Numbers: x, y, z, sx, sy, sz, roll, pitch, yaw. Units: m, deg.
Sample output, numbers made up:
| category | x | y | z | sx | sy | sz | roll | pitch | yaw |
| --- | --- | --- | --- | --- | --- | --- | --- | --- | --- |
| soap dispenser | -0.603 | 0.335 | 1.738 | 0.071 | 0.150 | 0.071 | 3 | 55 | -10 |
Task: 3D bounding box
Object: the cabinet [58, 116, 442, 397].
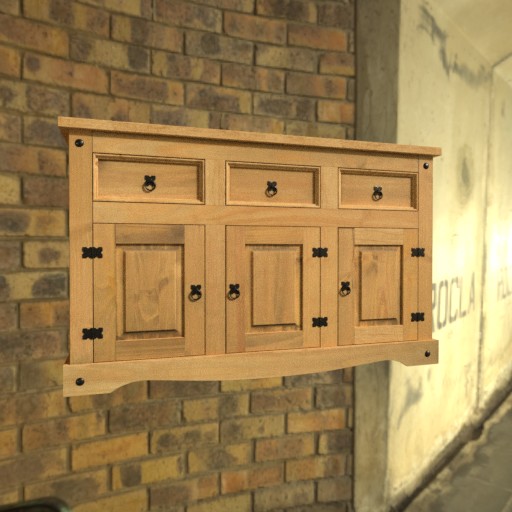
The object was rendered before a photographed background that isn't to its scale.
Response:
| category | x | y | z | sx | sy | sz | roll | pitch | yaw |
| --- | --- | --- | --- | --- | --- | --- | --- | --- | --- |
| cabinet | 0.000 | 0.000 | 1.675 | 1.321 | 0.810 | 0.432 | 0 | 1 | -17 |
